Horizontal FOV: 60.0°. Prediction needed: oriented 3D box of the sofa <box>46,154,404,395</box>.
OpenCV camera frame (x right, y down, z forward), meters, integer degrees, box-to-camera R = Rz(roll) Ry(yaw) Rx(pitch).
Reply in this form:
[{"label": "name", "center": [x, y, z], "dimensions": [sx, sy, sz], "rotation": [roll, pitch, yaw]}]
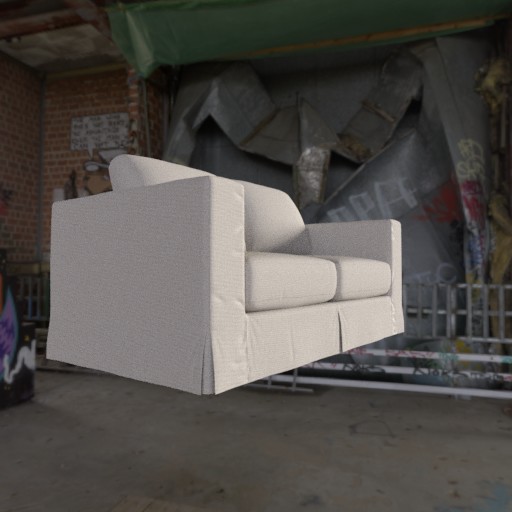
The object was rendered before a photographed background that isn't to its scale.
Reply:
[{"label": "sofa", "center": [0.000, 0.000, 2.406], "dimensions": [1.009, 0.932, 1.813], "rotation": [-1, -2, 37]}]
